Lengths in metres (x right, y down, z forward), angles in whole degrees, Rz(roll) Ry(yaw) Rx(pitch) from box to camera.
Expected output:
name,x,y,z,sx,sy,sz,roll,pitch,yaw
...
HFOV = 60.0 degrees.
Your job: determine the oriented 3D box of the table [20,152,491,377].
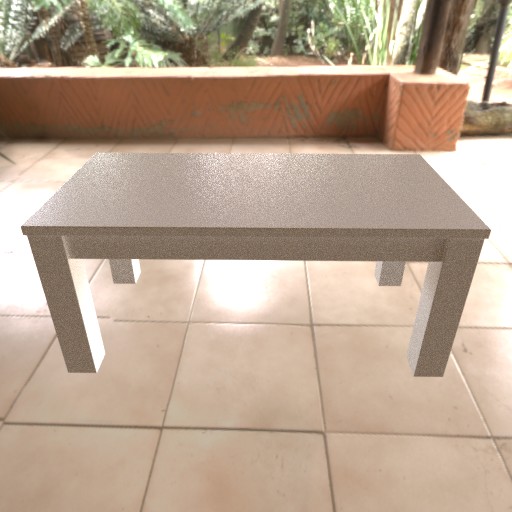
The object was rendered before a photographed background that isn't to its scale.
name,x,y,z,sx,sy,sz,roll,pitch,yaw
table,0.000,0.000,2.279,1.800,0.790,0.900,0,31,1
